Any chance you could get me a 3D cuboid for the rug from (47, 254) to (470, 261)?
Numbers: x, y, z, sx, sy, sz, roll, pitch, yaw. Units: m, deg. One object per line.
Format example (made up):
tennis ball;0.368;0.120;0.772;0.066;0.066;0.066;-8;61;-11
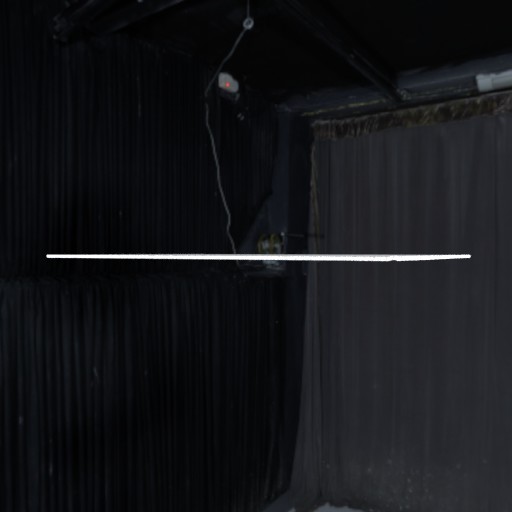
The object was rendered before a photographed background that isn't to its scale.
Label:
rug;0.000;0.000;2.290;1.832;0.016;1.224;0;0;35
